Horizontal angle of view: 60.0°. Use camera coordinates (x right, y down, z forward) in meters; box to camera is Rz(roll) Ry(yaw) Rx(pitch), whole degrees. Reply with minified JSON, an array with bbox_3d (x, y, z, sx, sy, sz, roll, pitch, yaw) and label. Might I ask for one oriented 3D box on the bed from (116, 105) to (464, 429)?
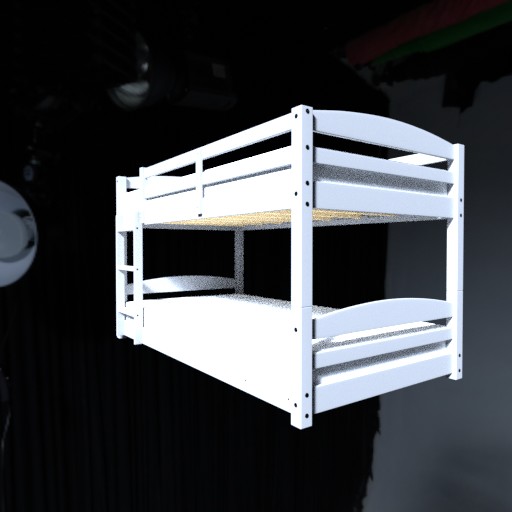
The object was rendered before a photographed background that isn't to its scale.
[{"bbox_3d":[0.000,0.000,2.704,1.105,1.206,2.013,-1,1,-36],"label":"bed"}]
